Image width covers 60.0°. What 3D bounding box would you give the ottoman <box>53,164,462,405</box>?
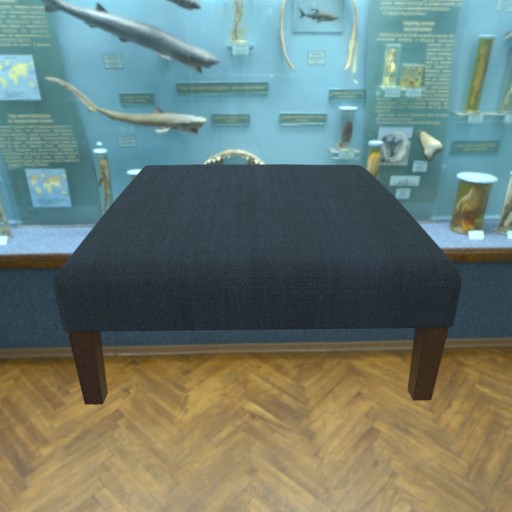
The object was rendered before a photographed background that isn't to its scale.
[{"bbox_3d":[0.000,0.000,1.408,0.889,0.411,0.890,0,26,-1],"label":"ottoman"}]
